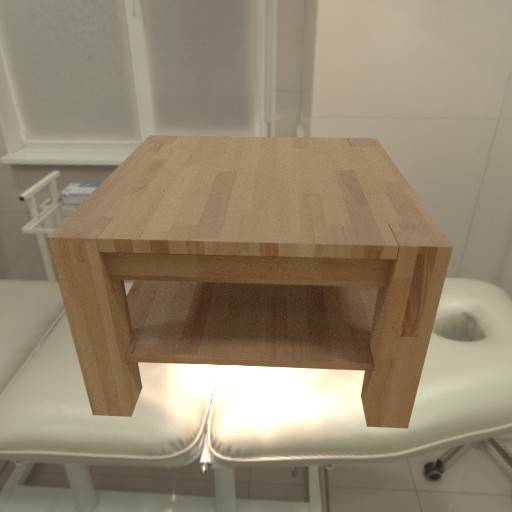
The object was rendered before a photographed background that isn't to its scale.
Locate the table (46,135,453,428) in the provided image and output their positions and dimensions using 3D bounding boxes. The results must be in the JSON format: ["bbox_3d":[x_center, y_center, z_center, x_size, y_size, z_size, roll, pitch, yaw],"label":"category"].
[{"bbox_3d":[0.000,0.000,1.175,0.700,0.451,0.700,1,30,3],"label":"table"}]
